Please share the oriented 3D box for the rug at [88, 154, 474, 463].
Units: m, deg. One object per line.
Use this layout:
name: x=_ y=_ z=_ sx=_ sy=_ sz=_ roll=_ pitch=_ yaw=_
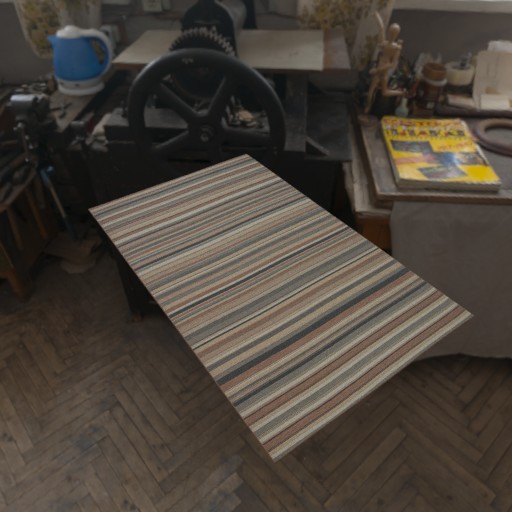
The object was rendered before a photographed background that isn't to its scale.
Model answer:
rug: x=0.000 y=0.000 z=3.104 sx=1.523 sy=0.014 sz=2.438 roll=-26 pitch=48 yaw=-26
